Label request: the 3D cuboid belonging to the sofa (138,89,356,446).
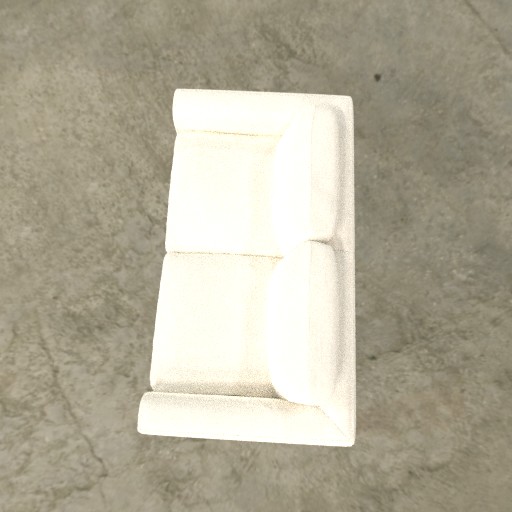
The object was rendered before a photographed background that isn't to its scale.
[{"bbox_3d":[0.000,0.000,2.484,1.069,0.801,1.920,3,75,1],"label":"sofa"}]
